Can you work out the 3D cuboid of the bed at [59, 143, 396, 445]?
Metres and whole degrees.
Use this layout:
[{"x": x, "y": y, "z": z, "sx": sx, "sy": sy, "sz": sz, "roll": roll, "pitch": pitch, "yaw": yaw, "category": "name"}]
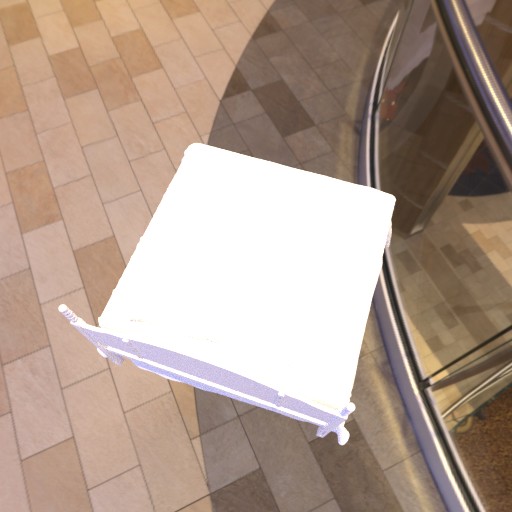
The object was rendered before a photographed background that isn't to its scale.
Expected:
[{"x": 0.000, "y": 0.000, "z": 3.710, "sx": 2.322, "sy": 1.355, "sz": 2.219, "roll": 17, "pitch": 64, "yaw": 9, "category": "bed"}]
